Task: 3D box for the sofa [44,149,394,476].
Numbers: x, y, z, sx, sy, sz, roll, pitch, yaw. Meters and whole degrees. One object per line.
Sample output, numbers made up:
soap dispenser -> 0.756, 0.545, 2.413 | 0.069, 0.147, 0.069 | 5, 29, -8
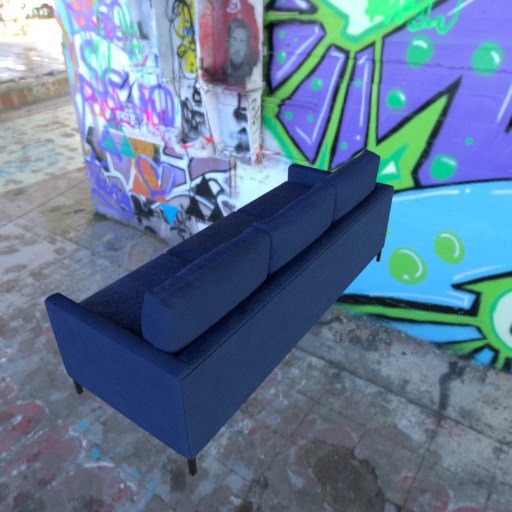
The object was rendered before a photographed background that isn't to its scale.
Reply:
sofa -> 0.000, 0.000, 2.682 | 0.875, 0.879, 2.252 | 20, 36, 29
